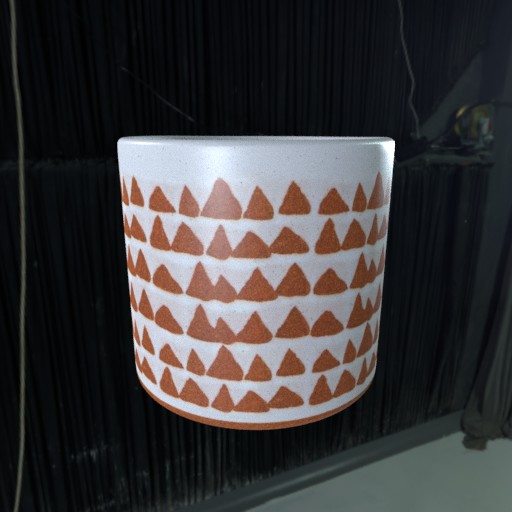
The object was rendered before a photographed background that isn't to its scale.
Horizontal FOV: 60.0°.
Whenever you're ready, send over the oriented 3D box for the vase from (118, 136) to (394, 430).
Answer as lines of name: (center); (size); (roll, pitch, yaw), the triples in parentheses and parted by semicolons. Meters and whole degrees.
vase: (0.000, 0.000, 0.245); (0.137, 0.127, 0.137); (0, 16, 0)
